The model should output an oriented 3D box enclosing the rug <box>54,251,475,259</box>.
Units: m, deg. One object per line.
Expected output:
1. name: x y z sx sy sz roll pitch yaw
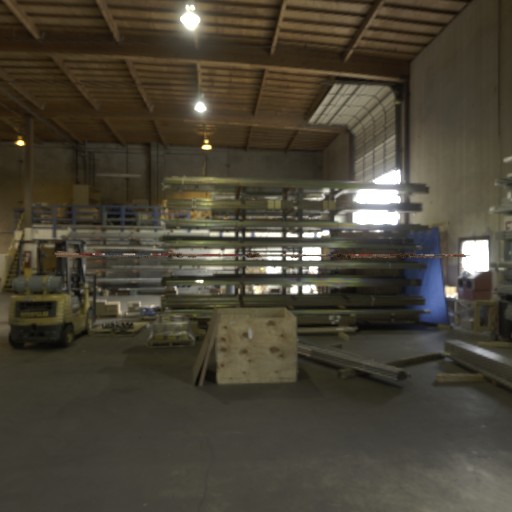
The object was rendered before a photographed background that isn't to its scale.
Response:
1. rug: 0.000 0.000 3.106 2.450 0.048 1.778 0 0 -18
